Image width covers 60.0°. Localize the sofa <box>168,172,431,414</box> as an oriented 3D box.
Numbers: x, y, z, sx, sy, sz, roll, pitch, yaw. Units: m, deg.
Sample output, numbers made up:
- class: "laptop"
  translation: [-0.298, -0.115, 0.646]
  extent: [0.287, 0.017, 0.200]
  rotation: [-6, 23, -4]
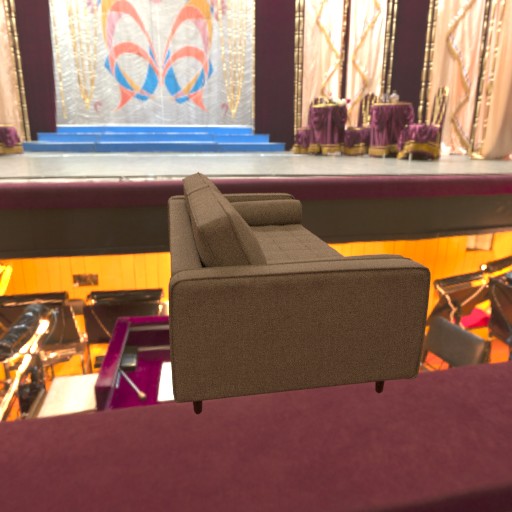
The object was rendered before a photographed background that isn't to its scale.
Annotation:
- class: "sofa"
  translation: [0.000, 0.000, 2.361]
  extent: [0.914, 0.762, 1.879]
  rotation: [-3, 16, -10]
